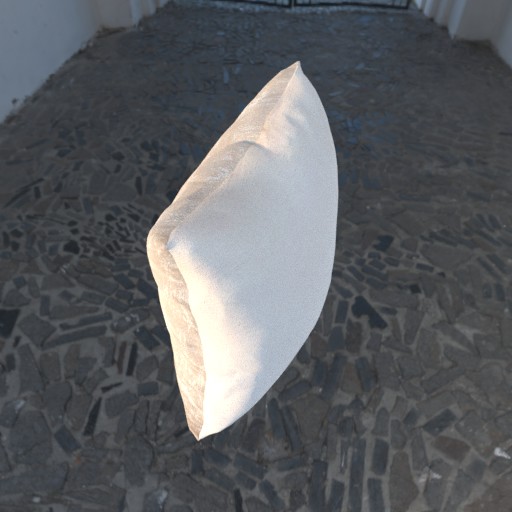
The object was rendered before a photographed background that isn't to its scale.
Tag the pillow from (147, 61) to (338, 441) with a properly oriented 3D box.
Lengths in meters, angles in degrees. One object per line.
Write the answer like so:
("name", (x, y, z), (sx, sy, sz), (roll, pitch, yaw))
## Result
("pillow", (0.000, 0.000, 0.703), (0.245, 0.448, 0.450), (16, 48, 15))
